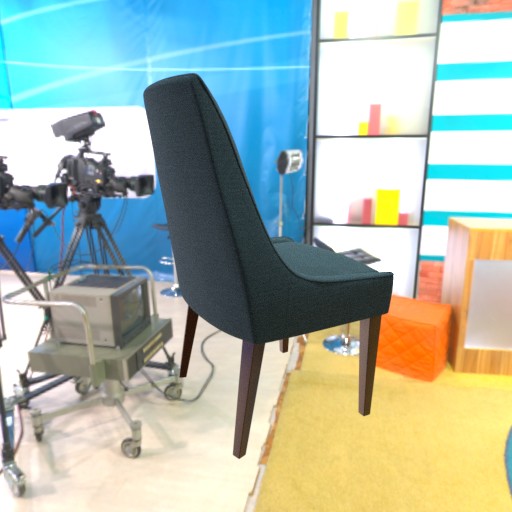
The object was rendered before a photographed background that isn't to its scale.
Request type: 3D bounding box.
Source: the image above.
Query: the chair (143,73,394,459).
[{"bbox_3d":[0.000,0.000,1.208,0.544,0.861,0.529,-7,15,-27],"label":"chair"}]
